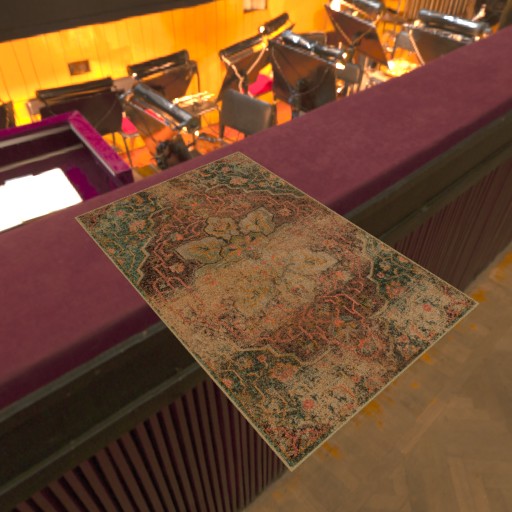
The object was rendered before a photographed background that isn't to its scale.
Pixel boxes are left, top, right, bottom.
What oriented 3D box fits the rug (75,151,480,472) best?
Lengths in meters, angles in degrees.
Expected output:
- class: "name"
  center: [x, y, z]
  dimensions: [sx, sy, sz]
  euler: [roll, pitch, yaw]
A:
- class: "rug"
  center: [0.000, 0.000, 2.943]
  dimensions: [1.566, 0.004, 2.363]
  euler: [-28, 49, -27]
